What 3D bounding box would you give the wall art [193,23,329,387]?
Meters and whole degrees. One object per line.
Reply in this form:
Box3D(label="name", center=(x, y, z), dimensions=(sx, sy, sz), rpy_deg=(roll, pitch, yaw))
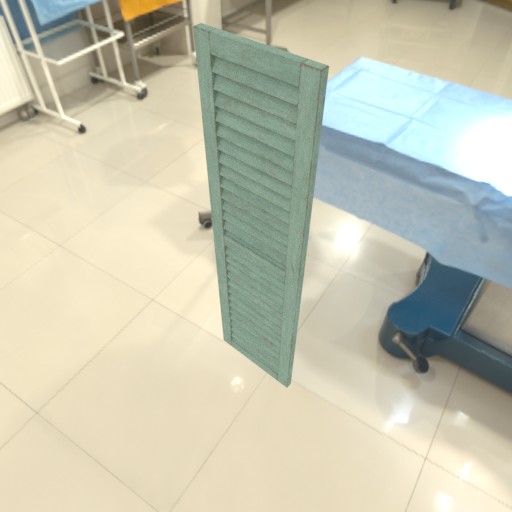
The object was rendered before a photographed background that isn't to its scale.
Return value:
Box3D(label="wall art", center=(0.000, 0.000, 1.318), dimensions=(0.329, 1.219, 0.025), rpy_deg=(32, 54, 26))
